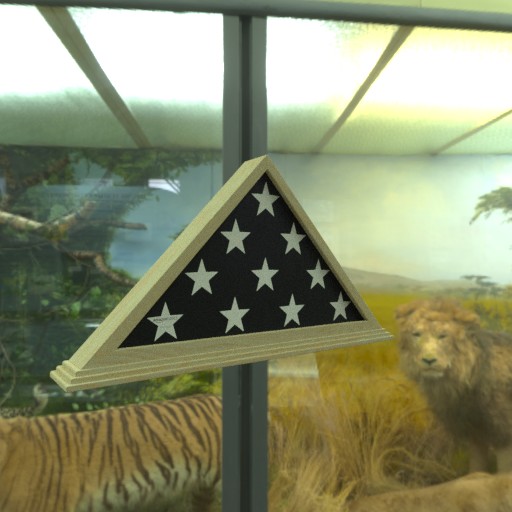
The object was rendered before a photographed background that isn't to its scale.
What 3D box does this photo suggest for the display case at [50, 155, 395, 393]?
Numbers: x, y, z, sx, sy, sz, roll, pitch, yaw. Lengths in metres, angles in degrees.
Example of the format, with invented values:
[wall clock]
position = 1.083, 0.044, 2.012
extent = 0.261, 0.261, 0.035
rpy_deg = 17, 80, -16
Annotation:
[display case]
position = 0.000, 0.000, 0.769
extent = 0.640, 0.340, 0.095
rpy_deg = 1, -1, -36
